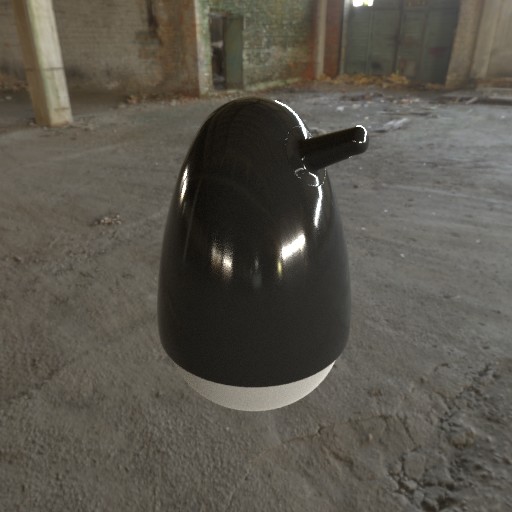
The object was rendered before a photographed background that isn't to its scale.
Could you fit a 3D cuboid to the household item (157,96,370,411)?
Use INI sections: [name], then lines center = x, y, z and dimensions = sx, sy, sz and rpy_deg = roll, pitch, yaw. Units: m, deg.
[household item]
center = 0.000, 0.000, 0.223
dimensions = 0.104, 0.152, 0.102
rpy_deg = 17, 31, 31
